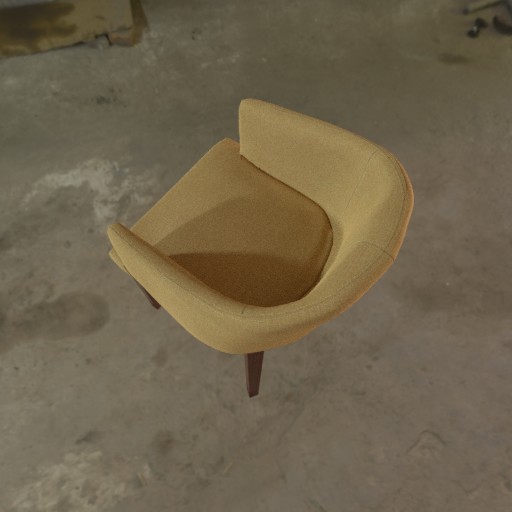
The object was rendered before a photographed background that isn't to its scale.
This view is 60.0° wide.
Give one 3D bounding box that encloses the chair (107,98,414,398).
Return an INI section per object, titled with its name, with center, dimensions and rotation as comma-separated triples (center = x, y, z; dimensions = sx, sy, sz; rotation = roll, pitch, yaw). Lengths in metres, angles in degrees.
[chair]
center = 0.000, 0.000, 1.272
dimensions = 0.655, 0.811, 0.583
rotation = 35, 69, 15
